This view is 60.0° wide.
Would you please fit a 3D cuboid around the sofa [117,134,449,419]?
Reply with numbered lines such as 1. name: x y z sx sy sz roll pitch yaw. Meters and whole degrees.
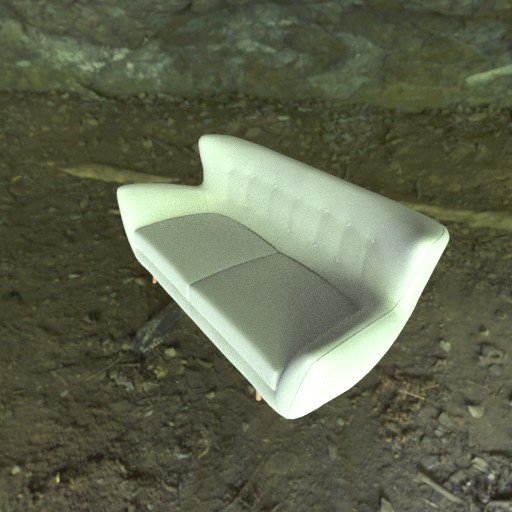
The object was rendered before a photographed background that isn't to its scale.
1. sofa: 0.000 0.000 2.460 0.899 0.890 1.930 -20 36 -30
